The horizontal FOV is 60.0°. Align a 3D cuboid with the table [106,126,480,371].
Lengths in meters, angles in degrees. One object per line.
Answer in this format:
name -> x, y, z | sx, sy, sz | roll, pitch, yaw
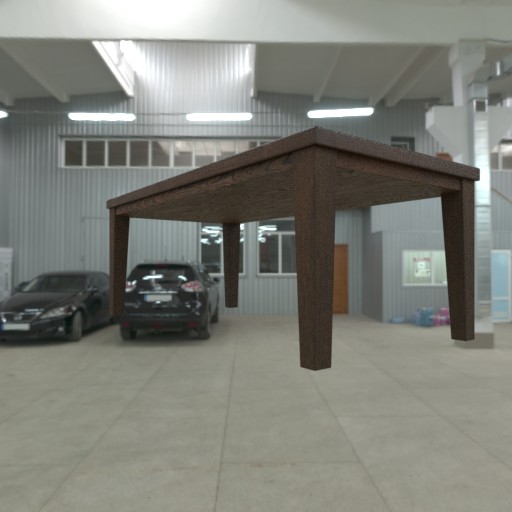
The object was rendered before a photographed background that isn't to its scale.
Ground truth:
table -> 0.000, 0.000, 2.456 | 1.016, 0.762, 1.981 | 1, -1, -37
